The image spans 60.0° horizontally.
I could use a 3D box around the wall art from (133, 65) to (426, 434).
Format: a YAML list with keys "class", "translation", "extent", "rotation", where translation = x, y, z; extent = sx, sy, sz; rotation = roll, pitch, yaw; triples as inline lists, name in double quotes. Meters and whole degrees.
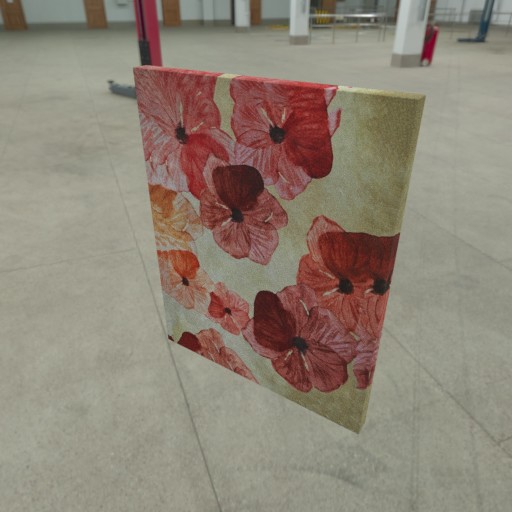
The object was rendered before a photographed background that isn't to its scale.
- class: "wall art"
  translation: [0.000, 0.000, 0.676]
  extent: [0.406, 0.508, 0.028]
  rotation: [19, 35, 28]
